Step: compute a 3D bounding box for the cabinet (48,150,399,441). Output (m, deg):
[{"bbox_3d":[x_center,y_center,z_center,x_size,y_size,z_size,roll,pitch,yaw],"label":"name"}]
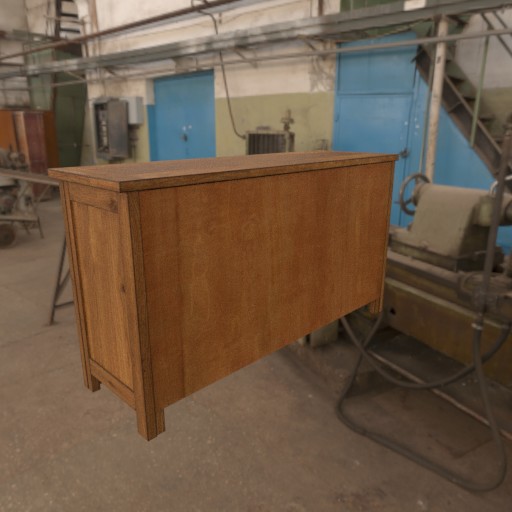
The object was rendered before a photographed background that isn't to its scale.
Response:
[{"bbox_3d":[0.000,0.000,1.915,0.480,0.813,1.474,16,23,43],"label":"cabinet"}]
